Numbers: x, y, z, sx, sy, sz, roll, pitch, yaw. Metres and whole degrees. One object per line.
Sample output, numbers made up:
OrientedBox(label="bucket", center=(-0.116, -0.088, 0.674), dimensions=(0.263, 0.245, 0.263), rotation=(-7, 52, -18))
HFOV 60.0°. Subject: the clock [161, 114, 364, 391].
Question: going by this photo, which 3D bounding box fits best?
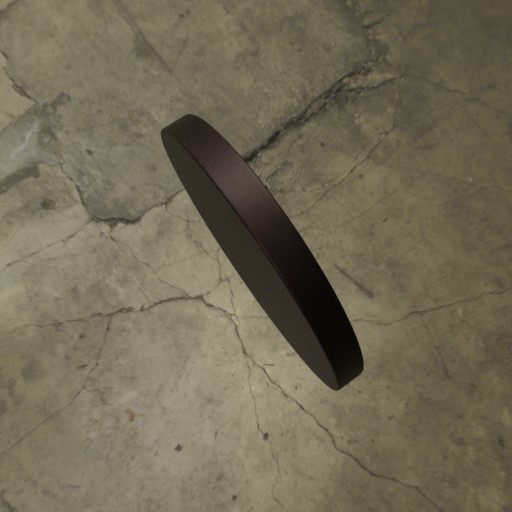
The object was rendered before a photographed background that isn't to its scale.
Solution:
OrientedBox(label="clock", center=(0.000, 0.000, 0.469), dimensions=(0.029, 0.314, 0.314), rotation=(-34, 79, -7))
